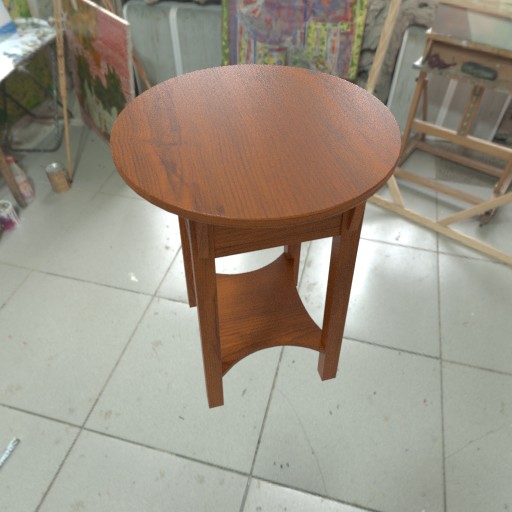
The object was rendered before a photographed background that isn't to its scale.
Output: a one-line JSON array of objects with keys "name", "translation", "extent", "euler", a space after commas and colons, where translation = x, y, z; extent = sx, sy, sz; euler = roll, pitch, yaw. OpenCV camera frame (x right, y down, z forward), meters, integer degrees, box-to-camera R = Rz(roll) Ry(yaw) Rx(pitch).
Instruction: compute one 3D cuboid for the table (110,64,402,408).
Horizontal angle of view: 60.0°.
[{"name": "table", "translation": [0.000, 0.000, 0.929], "extent": [0.457, 0.610, 0.457], "euler": [0, 46, 0]}]
